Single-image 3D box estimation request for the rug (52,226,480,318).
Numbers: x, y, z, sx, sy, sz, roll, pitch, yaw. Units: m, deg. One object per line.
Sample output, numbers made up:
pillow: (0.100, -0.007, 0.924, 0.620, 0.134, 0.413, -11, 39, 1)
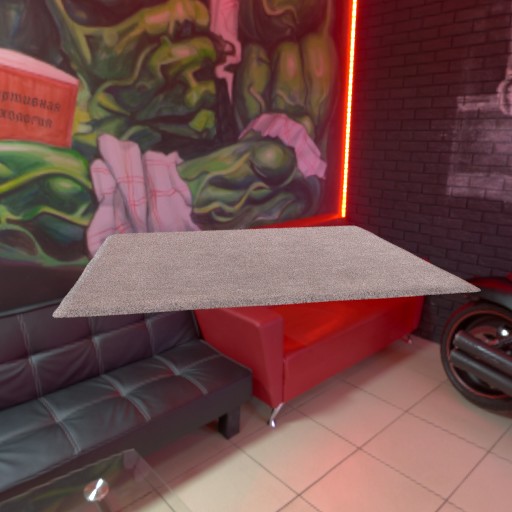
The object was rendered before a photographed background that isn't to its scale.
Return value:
rug: (0.000, 0.000, 4.022, 2.933, 0.027, 2.332, -3, 16, -9)
